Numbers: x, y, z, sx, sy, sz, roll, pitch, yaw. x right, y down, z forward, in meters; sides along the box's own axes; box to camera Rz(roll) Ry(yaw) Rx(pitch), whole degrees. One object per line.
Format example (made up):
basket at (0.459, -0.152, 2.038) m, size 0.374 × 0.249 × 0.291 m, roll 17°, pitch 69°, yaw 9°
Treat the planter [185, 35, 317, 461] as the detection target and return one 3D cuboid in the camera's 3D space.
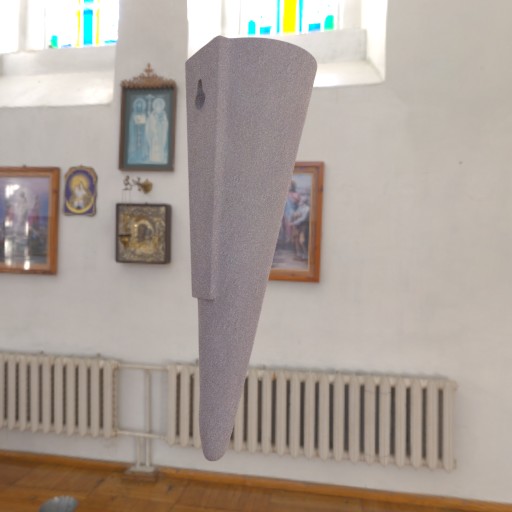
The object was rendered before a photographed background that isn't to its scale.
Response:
planter at (0.000, 0.000, 0.301) m, size 0.087 × 0.259 × 0.078 m, roll 0°, pitch 0°, yaw -35°
